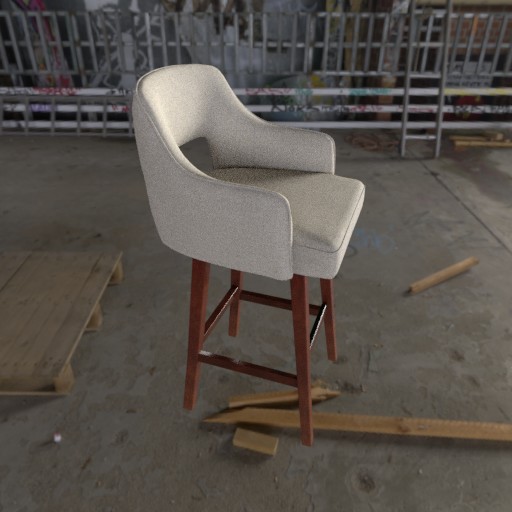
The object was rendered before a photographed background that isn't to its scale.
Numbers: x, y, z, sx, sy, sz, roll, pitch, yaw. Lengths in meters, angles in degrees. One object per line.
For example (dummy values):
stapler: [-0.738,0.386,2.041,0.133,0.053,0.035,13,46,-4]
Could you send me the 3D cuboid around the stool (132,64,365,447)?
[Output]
stool: [0.000,0.000,1.351,0.560,1.041,0.550,10,32,17]
